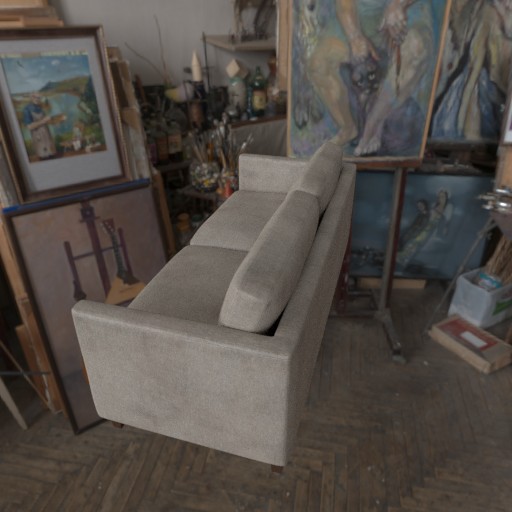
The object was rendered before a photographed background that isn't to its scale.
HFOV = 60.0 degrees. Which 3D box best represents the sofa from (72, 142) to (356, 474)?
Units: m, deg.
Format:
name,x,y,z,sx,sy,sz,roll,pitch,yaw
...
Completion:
name,x,y,z,sx,sy,sz,roll,pitch,yaw
sofa,0.000,0.000,2.699,0.951,0.965,2.208,9,31,15
